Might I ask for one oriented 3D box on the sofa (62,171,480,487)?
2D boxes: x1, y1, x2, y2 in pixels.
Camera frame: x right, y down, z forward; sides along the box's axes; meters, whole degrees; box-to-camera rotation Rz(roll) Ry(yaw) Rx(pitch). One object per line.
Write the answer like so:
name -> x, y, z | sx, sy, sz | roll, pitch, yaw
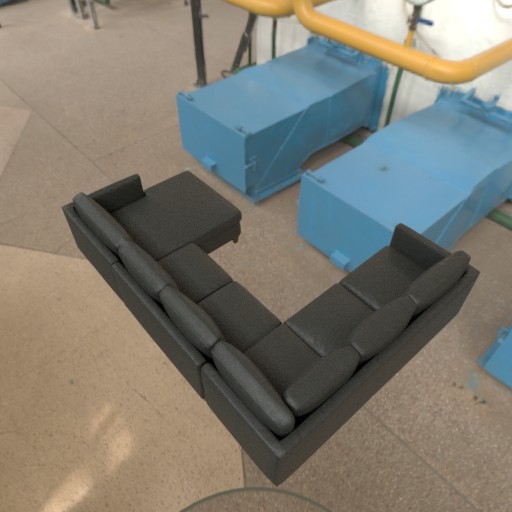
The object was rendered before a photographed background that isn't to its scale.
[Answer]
sofa -> 0.000, 0.000, 4.602 | 2.593, 0.923, 3.460 | -32, 54, -27
